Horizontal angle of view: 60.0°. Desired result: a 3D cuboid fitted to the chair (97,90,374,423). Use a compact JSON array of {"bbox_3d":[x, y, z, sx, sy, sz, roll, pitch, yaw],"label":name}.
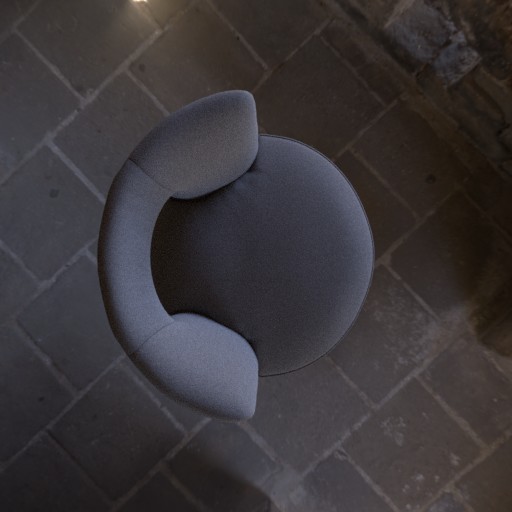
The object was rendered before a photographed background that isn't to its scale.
[{"bbox_3d":[0.000,0.000,1.255,0.660,0.719,0.689,0,90,0],"label":"chair"}]
